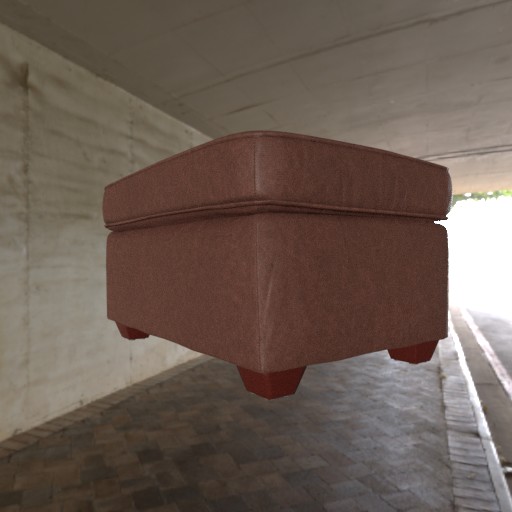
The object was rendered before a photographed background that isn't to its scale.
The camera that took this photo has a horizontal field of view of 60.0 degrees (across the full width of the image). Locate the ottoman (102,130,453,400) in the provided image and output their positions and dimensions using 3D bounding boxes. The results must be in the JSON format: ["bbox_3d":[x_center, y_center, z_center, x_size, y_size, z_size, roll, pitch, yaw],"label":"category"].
[{"bbox_3d":[0.000,0.000,1.078,0.548,0.449,0.749,0,0,-36],"label":"ottoman"}]
